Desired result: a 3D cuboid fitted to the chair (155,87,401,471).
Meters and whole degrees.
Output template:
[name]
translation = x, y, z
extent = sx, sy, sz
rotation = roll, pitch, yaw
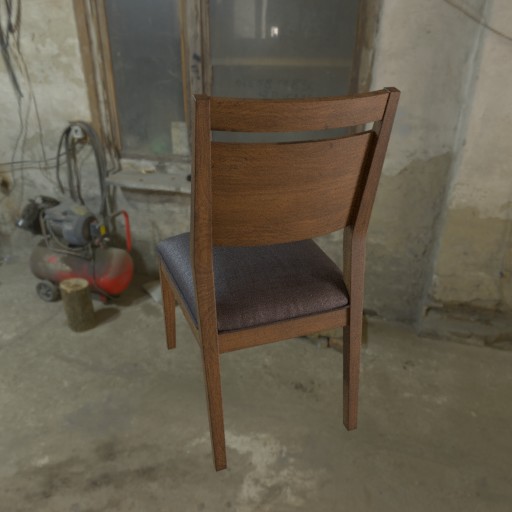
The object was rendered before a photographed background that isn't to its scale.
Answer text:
[chair]
translation = 0.000, 0.000, 1.270
extent = 0.501, 0.939, 0.610
rotation = -9, 27, -18
